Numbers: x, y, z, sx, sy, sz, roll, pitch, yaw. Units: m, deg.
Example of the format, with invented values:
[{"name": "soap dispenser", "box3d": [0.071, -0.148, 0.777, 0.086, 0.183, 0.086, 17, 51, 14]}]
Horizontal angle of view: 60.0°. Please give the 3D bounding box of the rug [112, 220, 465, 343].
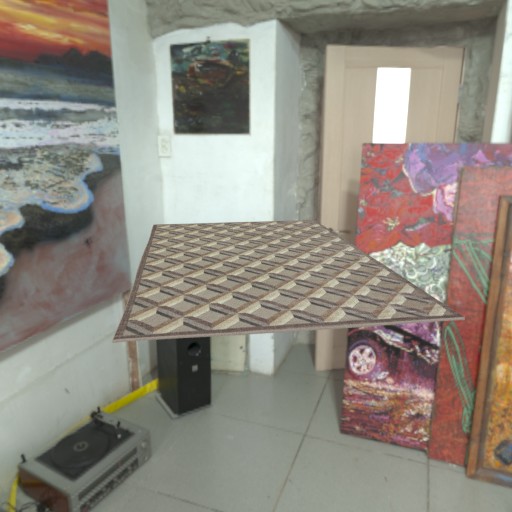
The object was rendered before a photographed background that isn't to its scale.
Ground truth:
[{"name": "rug", "box3d": [0.000, 0.000, 2.099, 1.066, 0.011, 1.677, -2, 15, -8]}]
